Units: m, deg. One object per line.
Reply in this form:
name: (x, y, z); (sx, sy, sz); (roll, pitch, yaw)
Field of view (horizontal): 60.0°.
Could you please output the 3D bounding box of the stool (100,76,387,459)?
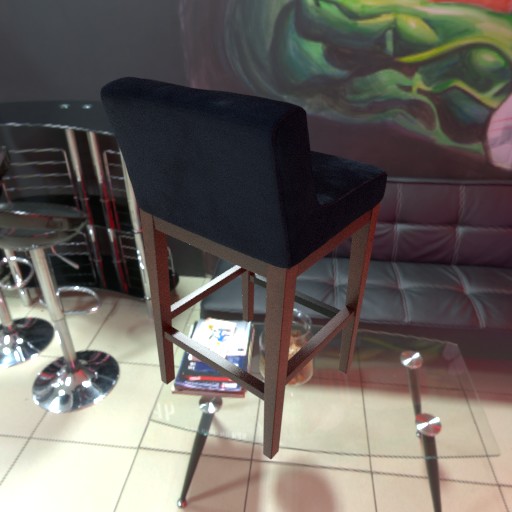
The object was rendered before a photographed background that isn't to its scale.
stool: (0.000, 0.000, 1.242); (0.511, 0.945, 0.516); (23, 37, 33)
